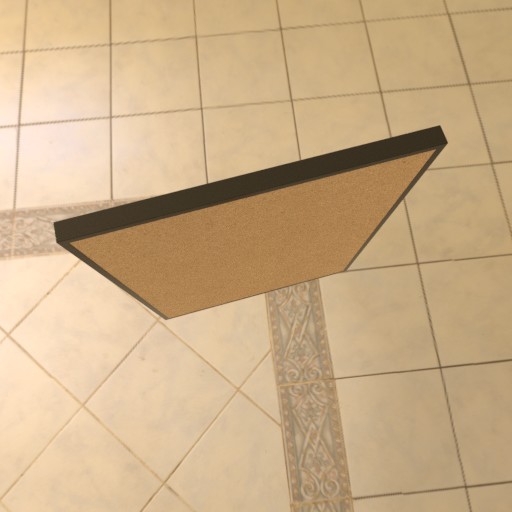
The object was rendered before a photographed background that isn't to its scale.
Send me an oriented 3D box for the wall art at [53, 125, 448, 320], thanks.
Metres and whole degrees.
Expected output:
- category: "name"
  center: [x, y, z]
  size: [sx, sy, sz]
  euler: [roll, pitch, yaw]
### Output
- category: "wall art"
  center: [0.000, 0.000, 1.367]
  size: [0.788, 1.046, 0.043]
  euler: [-15, 74, -4]
